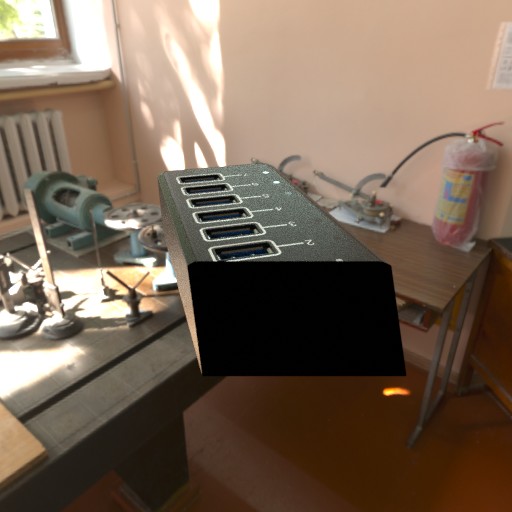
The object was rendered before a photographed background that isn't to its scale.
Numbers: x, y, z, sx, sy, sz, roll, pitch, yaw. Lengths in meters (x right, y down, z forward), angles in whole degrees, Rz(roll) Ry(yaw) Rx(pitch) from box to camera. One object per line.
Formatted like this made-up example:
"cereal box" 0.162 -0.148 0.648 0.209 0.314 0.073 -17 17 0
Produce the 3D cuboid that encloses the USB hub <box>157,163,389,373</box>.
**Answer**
"USB hub" 0.000 0.000 0.127 0.044 0.023 0.110 -8 28 -15
